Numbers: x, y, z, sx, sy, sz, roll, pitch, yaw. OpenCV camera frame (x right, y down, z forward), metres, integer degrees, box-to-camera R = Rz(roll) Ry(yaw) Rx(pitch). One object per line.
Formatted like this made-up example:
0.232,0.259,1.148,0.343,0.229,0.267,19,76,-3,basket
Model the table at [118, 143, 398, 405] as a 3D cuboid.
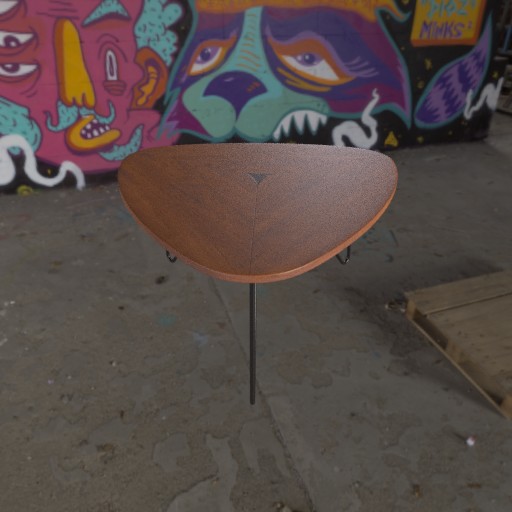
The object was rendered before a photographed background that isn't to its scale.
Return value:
0.000,0.000,1.273,0.833,0.413,0.821,1,31,1,table
